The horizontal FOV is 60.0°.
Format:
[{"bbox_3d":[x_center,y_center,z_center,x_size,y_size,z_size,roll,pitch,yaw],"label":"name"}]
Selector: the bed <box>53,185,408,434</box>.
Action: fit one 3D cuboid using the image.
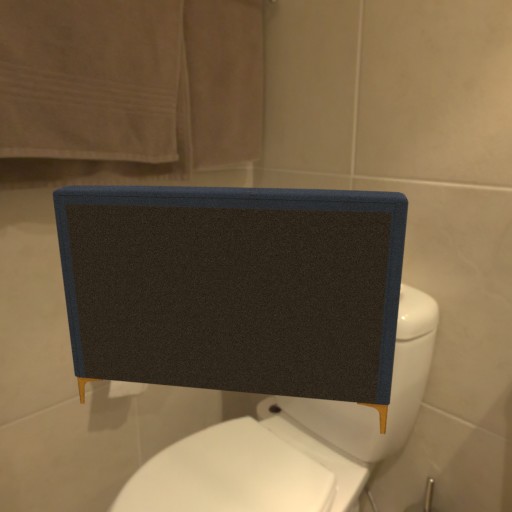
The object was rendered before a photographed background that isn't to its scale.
[{"bbox_3d":[0.000,0.000,3.242,1.723,1.231,2.172,2,16,9],"label":"bed"}]
